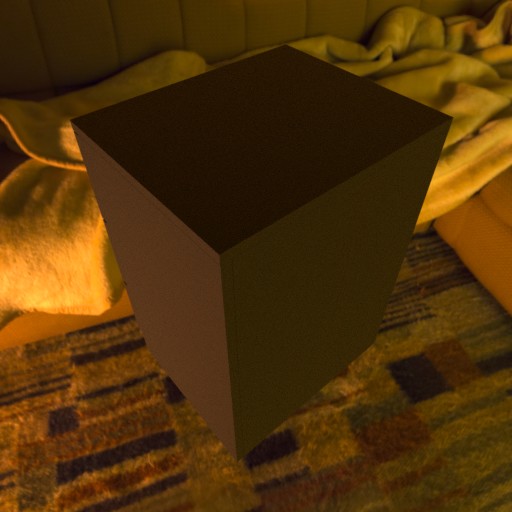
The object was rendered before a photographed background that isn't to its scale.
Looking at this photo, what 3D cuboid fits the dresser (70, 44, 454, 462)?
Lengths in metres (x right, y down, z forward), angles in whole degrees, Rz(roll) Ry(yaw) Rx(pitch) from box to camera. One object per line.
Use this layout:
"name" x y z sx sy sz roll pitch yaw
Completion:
"dresser" 0.000 0.000 0.810 0.400 0.560 0.360 -32 54 -27
